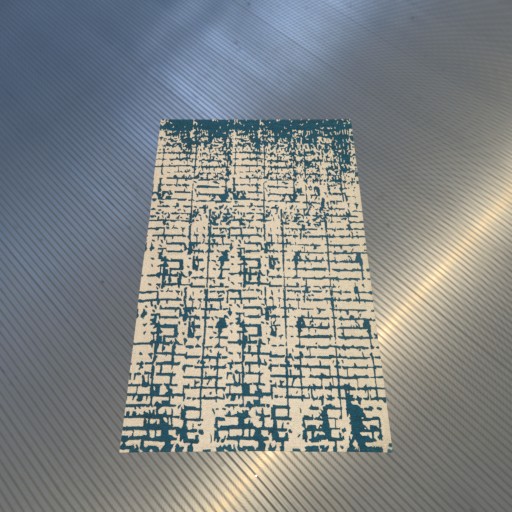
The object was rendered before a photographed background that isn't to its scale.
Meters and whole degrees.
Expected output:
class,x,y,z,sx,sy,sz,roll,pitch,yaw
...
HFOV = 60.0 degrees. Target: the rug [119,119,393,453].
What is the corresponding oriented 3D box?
class,x,y,z,sx,sy,sz,roll,pitch,yaw
rug,0.000,0.000,2.998,1.517,0.011,2.435,0,64,0
